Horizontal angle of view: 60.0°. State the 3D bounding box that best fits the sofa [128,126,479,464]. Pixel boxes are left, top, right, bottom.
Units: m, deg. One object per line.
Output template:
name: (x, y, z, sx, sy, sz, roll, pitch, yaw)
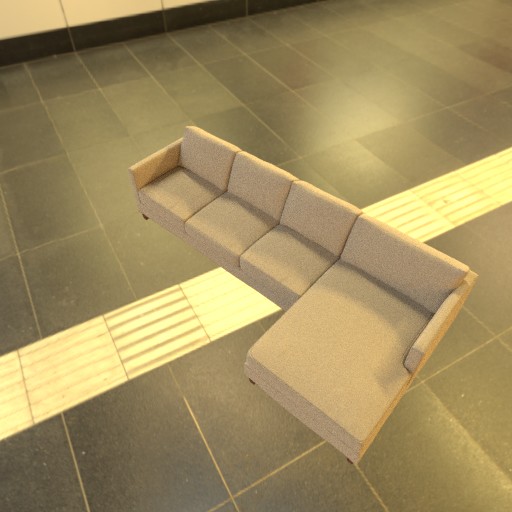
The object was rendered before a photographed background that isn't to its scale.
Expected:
sofa: (0.000, 0.000, 3.892, 3.186, 0.861, 1.625, 33, 55, 27)
